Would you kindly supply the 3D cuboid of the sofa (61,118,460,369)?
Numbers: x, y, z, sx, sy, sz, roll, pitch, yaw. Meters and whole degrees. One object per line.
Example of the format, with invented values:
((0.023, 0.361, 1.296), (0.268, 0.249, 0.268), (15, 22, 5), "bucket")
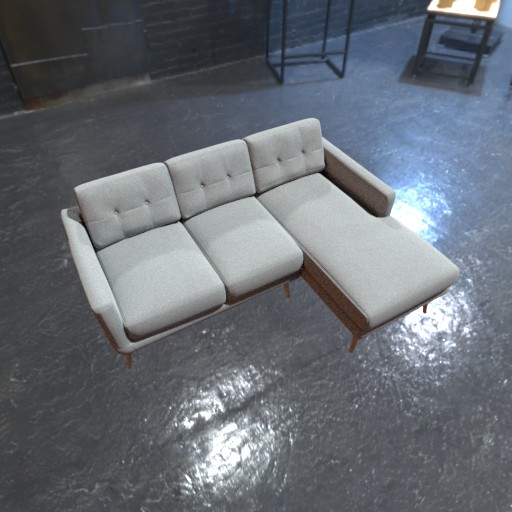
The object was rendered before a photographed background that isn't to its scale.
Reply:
((0.000, 0.000, 2.810), (2.040, 0.860, 1.530), (-22, 49, -21), "sofa")
